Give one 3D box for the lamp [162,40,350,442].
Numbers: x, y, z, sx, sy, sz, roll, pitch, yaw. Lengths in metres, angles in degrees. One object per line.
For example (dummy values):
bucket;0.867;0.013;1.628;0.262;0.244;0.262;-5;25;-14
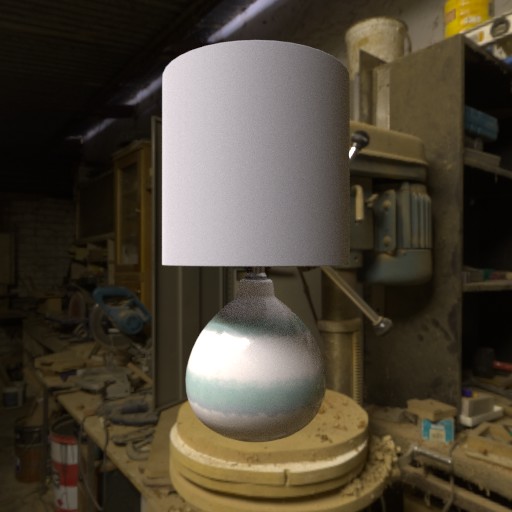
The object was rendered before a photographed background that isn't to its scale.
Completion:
lamp;0.000;0.000;0.522;0.217;0.404;0.217;0;0;-36
